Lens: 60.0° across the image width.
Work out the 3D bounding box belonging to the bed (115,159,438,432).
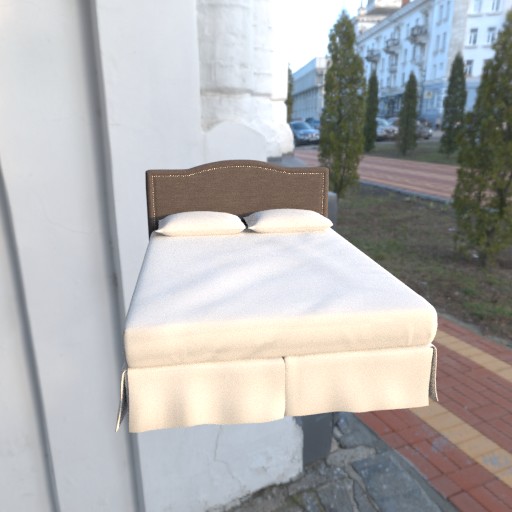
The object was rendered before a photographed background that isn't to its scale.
[{"bbox_3d":[0.000,0.000,3.923,2.161,1.457,2.689,-3,17,-8],"label":"bed"}]
